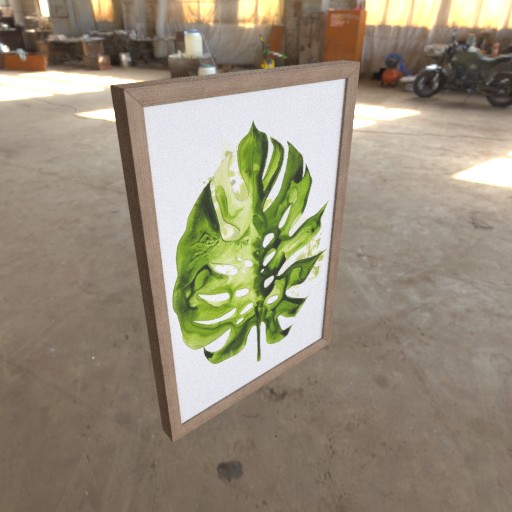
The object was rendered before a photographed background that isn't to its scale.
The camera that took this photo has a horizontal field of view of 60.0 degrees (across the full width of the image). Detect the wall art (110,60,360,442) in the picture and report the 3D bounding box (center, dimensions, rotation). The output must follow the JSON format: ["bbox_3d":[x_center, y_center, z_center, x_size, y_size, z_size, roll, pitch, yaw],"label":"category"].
[{"bbox_3d":[0.000,0.000,0.657,0.356,0.509,0.031,-22,36,-34],"label":"wall art"}]
